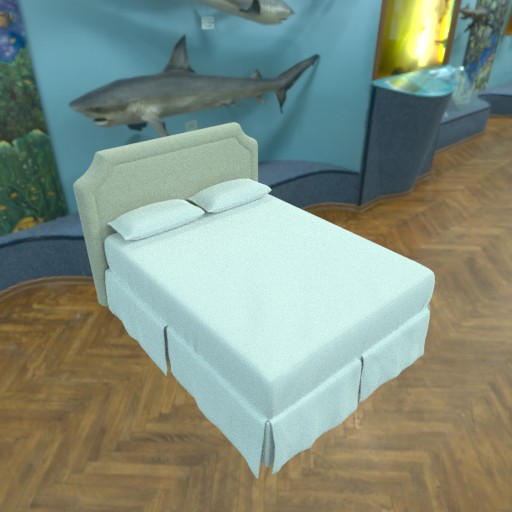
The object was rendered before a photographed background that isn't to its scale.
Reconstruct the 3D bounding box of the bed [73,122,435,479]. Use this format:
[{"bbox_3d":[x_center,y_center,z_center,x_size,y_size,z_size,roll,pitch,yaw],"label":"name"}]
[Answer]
[{"bbox_3d":[0.000,0.000,3.182,1.693,1.290,2.116,-24,39,-34],"label":"bed"}]
